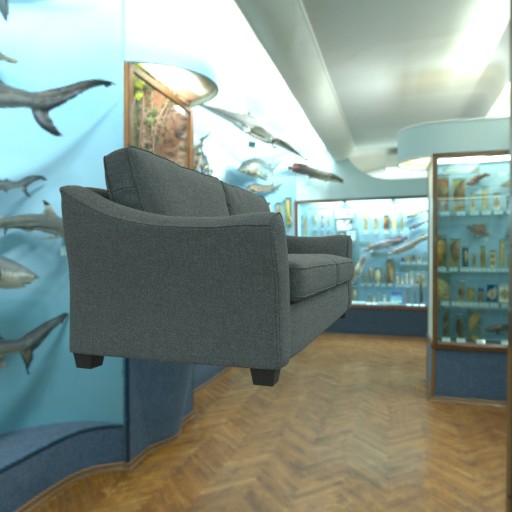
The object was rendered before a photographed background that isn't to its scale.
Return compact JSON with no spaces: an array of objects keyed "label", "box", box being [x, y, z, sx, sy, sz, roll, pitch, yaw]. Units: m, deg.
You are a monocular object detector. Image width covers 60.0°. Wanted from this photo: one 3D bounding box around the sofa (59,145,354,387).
[{"label":"sofa","box":[0.000,0.000,2.730,1.013,0.976,2.203,0,0,19]}]
